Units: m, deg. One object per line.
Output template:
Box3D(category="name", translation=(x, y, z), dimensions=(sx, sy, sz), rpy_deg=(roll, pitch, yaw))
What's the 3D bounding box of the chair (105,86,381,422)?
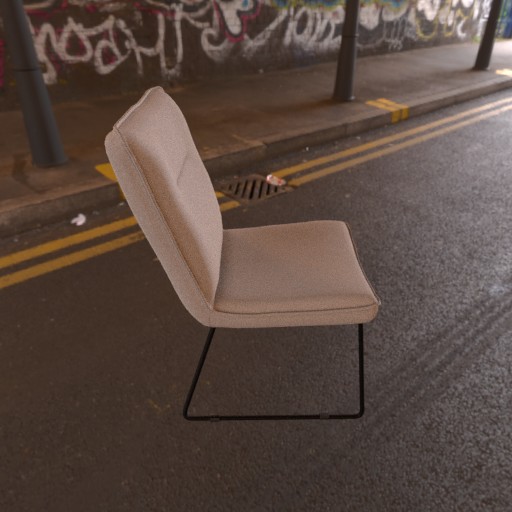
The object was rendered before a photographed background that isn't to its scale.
Box3D(category="chair", translation=(0.000, 0.000, 1.391), dimensions=(0.688, 0.930, 0.515), rpy_deg=(-1, 32, -1))
